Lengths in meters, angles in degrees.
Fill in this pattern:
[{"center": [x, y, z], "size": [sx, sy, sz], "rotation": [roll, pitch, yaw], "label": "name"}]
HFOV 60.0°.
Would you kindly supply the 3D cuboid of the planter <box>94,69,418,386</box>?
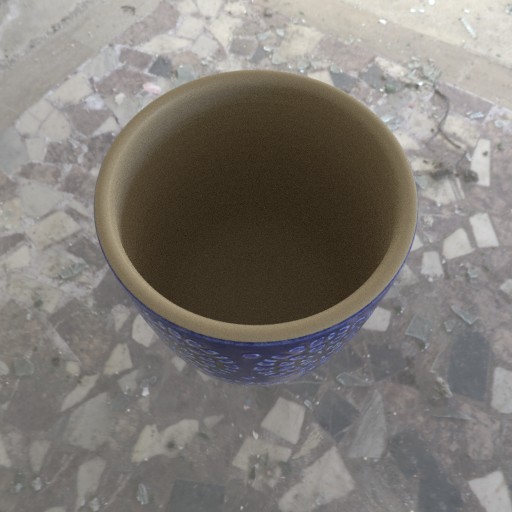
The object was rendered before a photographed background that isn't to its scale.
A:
[{"center": [0.000, 0.000, 0.197], "size": [0.109, 0.112, 0.109], "rotation": [0, 64, 0], "label": "planter"}]
